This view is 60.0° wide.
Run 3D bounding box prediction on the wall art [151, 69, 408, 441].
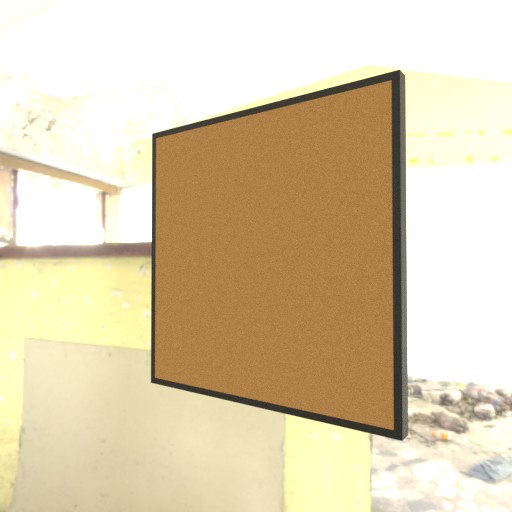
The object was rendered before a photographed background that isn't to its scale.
[{"bbox_3d":[0.000,0.000,1.148,0.763,0.763,0.038,-1,-1,36],"label":"wall art"}]
